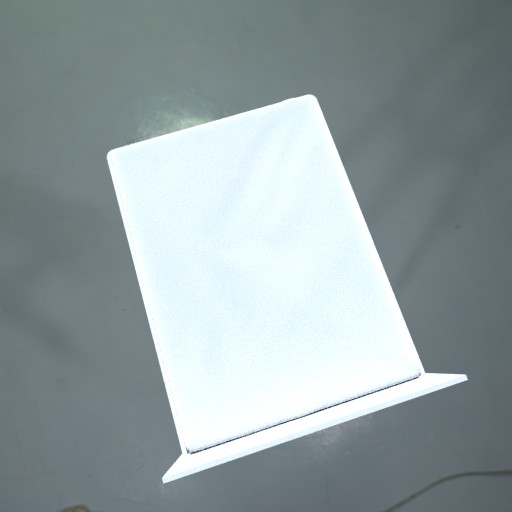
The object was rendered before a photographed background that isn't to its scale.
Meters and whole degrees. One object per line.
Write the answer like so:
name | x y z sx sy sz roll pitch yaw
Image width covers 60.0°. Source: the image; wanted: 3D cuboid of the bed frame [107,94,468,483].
bed frame | 0.000 0.000 2.661 1.490 0.800 1.950 -17 77 -4
